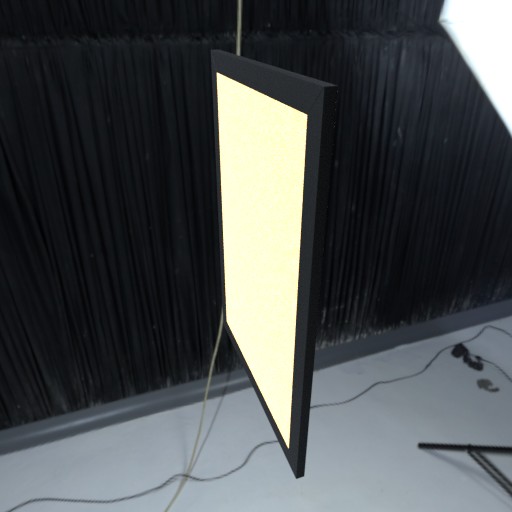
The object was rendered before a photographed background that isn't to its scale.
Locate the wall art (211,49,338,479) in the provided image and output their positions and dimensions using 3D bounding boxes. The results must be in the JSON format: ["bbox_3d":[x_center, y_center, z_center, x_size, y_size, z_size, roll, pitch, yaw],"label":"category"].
[{"bbox_3d":[0.000,0.000,0.571,0.011,0.459,0.326,-10,31,-17],"label":"wall art"}]
